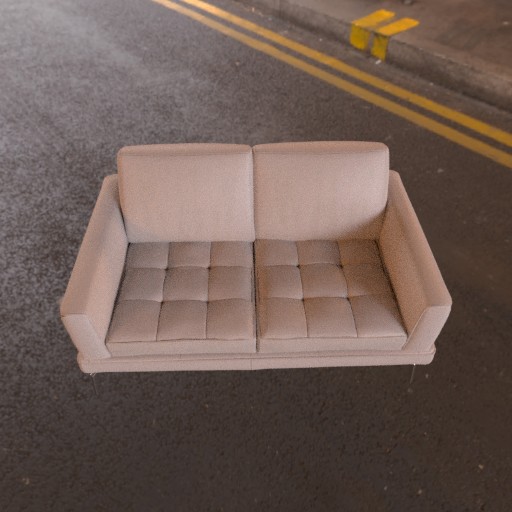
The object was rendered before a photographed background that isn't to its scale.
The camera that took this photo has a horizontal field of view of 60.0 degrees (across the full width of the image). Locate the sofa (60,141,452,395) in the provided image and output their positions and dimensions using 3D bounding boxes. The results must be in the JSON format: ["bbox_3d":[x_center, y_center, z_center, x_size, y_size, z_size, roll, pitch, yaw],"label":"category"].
[{"bbox_3d":[0.000,0.000,2.435,1.819,0.930,1.121,-1,46,-1],"label":"sofa"}]
